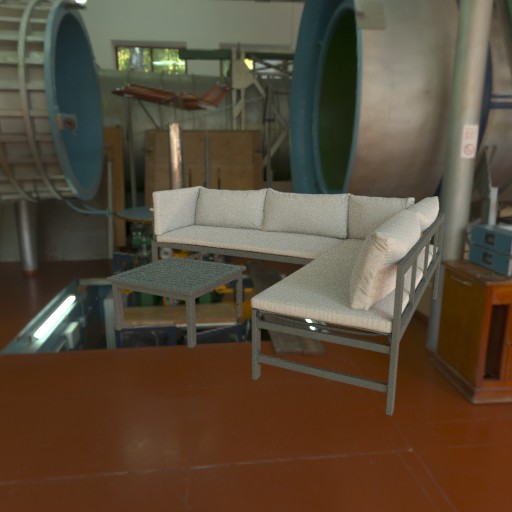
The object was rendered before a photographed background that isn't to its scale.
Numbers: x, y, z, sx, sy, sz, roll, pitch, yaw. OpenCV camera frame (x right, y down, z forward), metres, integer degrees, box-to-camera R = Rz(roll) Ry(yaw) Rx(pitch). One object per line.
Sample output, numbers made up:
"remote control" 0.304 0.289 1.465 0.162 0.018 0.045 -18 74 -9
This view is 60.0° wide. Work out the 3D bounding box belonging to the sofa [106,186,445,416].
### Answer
"sofa" 0.000 0.000 2.889 2.096 0.758 1.658 7 15 27
